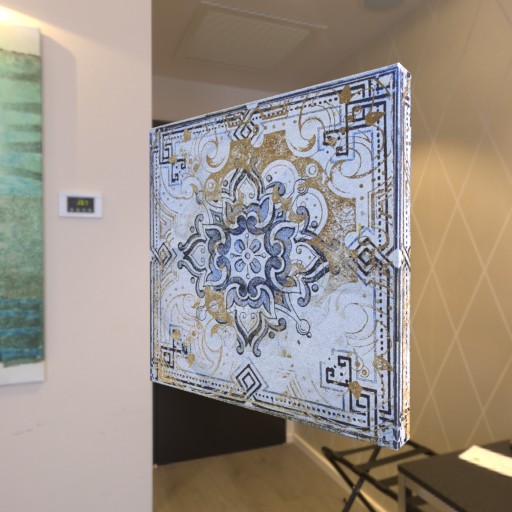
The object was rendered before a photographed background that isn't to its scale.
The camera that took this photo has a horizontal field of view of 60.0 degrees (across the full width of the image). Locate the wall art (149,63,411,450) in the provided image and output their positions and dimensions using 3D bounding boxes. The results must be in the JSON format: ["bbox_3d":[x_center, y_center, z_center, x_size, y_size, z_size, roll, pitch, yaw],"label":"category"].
[{"bbox_3d":[0.000,0.000,0.609,0.411,0.410,0.038,1,1,38],"label":"wall art"}]
